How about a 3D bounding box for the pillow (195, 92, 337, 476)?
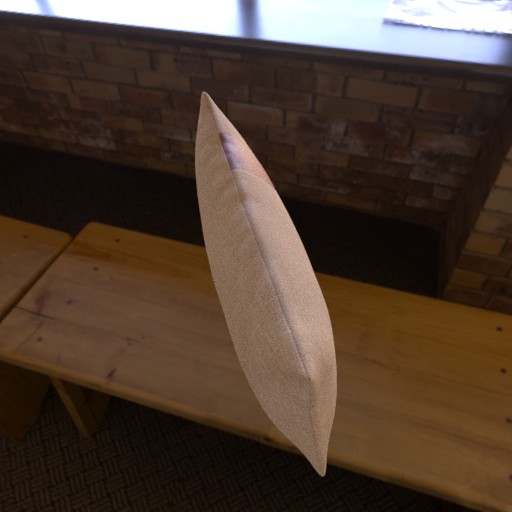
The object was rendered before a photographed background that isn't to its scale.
[{"bbox_3d":[0.000,0.000,0.718,0.155,0.282,0.612,-10,46,-10],"label":"pillow"}]
